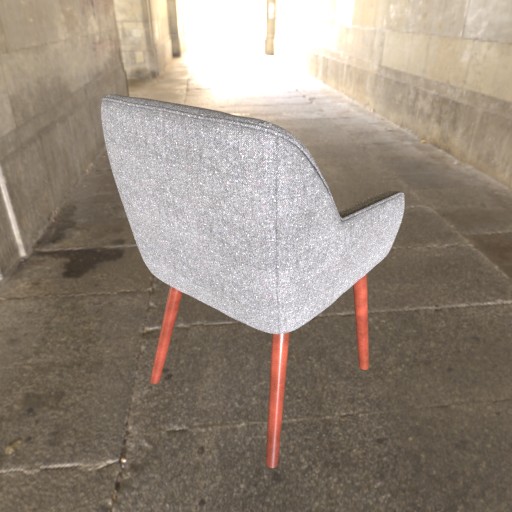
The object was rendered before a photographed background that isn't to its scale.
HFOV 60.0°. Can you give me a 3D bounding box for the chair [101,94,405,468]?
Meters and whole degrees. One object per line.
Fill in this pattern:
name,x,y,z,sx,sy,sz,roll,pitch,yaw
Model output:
chair,0.000,0.000,1.119,0.543,0.803,0.519,21,36,33
